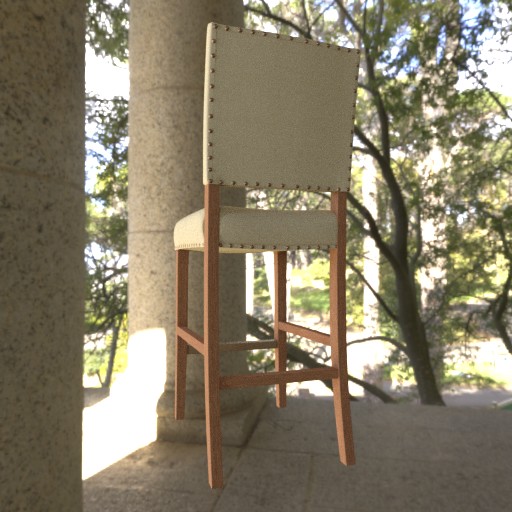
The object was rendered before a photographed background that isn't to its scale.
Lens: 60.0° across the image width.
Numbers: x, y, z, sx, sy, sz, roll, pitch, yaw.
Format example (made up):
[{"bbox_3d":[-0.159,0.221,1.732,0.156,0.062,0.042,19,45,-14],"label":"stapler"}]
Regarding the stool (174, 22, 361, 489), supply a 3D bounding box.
[{"bbox_3d":[0.000,0.000,1.423,0.445,1.168,0.584,0,-1,-19],"label":"stool"}]
